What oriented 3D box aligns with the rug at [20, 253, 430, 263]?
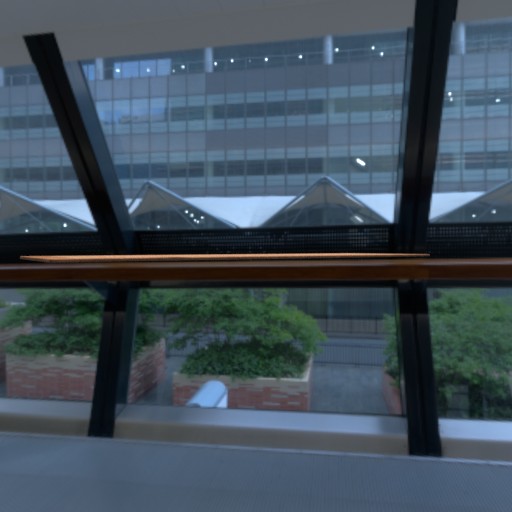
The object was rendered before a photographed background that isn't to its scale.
[{"bbox_3d":[0.000,0.000,2.677,2.439,0.017,0.764,-1,1,-36],"label":"rug"}]
